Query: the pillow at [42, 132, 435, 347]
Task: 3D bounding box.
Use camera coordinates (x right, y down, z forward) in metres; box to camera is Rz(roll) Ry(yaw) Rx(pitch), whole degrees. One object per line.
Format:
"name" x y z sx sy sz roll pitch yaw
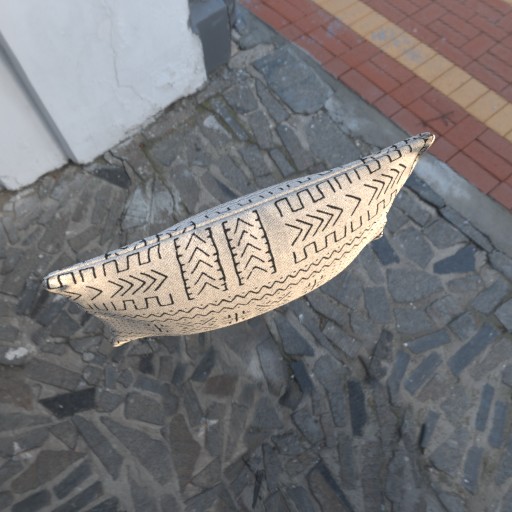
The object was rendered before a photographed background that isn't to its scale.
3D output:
"pillow" 0.000 0.000 0.802 0.637 0.352 0.188 -22 67 -10
